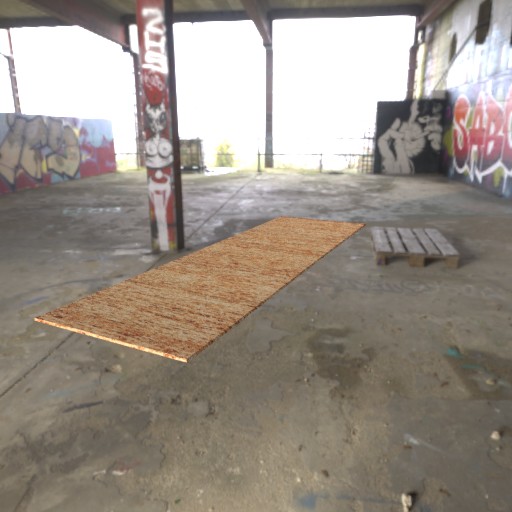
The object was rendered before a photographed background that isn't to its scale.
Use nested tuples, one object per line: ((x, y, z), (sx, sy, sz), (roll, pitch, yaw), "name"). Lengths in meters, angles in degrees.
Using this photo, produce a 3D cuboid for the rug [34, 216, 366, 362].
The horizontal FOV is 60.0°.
((0.000, 0.000, 2.424), (0.680, 0.014, 2.237), (8, 18, 26), "rug")
